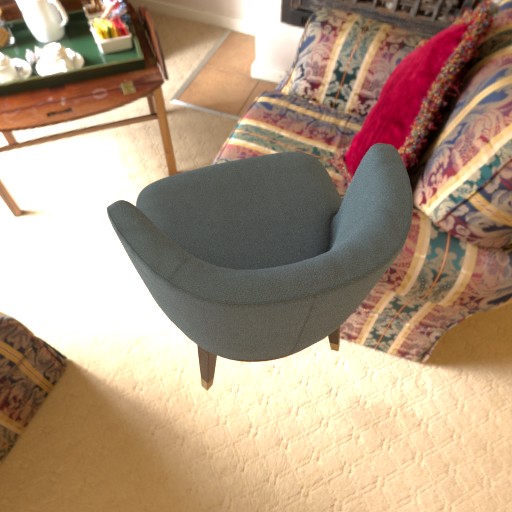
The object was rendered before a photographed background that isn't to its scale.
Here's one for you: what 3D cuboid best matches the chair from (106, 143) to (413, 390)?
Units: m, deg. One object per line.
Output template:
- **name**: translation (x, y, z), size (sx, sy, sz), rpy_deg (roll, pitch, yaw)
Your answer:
- **chair**: translation (0.000, 0.000, 1.258), size (0.661, 0.760, 0.702), rpy_deg (-14, 57, -9)
